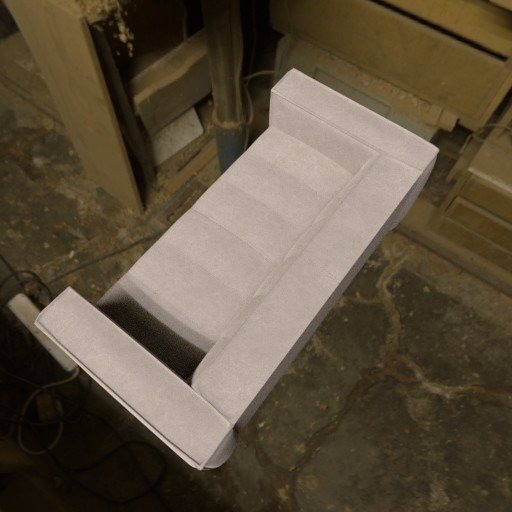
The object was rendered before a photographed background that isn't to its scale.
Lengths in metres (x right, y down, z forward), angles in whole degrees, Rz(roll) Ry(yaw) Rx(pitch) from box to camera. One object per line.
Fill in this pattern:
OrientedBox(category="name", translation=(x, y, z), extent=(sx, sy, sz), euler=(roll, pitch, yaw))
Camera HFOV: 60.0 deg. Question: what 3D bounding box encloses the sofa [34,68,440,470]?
OrientedBox(category="sofa", translation=(0.000, 0.000, 2.447), extent=(1.038, 0.680, 1.995), euler=(35, 69, 15))
